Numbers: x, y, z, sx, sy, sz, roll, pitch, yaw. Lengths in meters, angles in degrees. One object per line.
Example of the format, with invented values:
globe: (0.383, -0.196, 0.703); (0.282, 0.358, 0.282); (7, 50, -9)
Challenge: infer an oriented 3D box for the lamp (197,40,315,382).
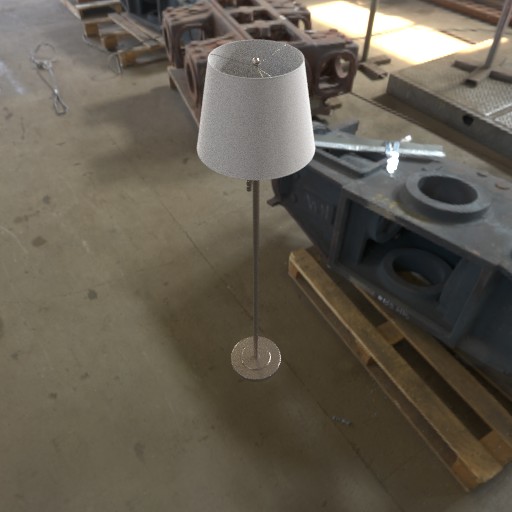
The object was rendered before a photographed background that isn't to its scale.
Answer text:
lamp: (0.000, 0.000, 1.678); (0.355, 1.473, 0.355); (0, 46, 0)
